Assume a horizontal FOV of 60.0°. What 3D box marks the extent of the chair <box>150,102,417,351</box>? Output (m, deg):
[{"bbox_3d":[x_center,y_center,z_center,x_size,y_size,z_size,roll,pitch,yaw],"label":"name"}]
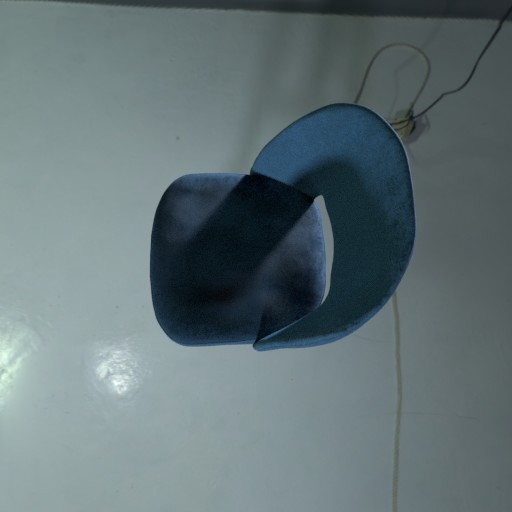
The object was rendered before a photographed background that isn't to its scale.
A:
[{"bbox_3d":[0.000,0.000,1.216,0.577,0.860,0.527,-1,75,0],"label":"chair"}]
